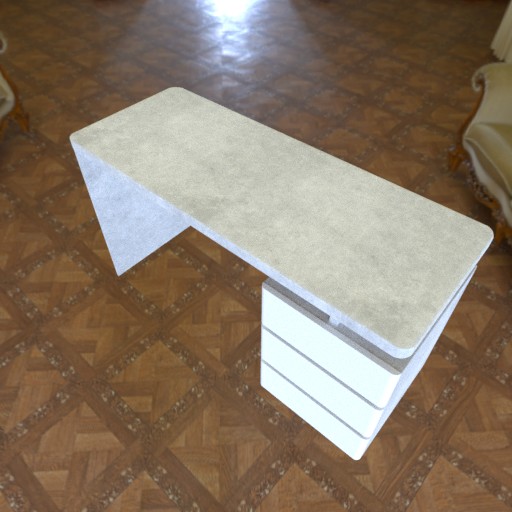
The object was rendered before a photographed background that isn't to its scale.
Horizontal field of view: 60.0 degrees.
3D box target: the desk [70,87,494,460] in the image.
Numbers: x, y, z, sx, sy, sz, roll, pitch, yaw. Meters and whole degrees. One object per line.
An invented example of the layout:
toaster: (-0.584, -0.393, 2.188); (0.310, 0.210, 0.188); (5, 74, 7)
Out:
desk: (0.000, 0.000, 1.740); (1.400, 0.755, 0.550); (32, 55, 27)
